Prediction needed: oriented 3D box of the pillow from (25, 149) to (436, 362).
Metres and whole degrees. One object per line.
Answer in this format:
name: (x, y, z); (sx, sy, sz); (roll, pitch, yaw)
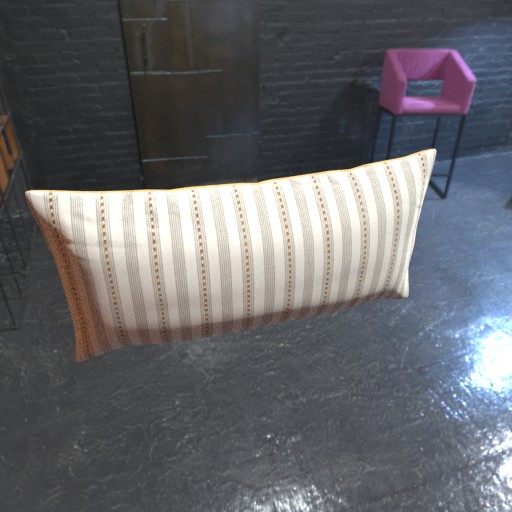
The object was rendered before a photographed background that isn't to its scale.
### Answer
pillow: (0.000, 0.000, 0.706); (0.608, 0.291, 0.151); (-9, 33, -14)
